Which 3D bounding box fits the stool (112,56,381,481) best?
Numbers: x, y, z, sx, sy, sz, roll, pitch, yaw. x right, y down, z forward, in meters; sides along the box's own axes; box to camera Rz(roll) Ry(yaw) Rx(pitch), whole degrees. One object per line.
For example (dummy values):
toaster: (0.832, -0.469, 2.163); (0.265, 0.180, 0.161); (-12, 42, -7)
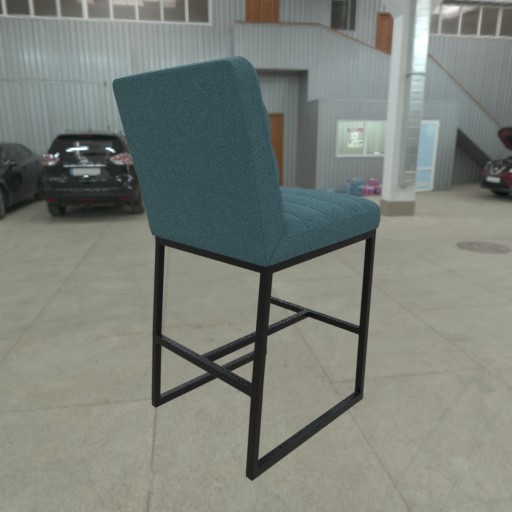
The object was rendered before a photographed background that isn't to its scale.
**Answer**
stool: (0.000, 0.000, 1.239); (0.560, 0.940, 0.460); (-15, 21, -43)
